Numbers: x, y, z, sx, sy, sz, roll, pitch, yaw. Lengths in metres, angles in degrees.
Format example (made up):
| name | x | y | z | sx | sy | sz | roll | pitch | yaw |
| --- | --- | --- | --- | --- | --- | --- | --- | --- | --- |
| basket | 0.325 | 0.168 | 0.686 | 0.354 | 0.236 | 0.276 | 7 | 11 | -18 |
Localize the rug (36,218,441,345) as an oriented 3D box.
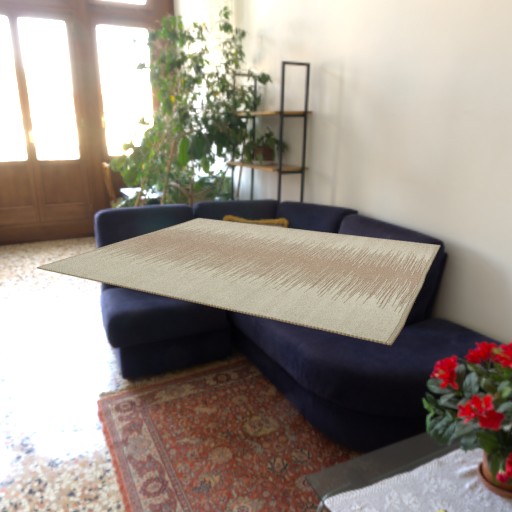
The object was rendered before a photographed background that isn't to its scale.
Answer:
| name | x | y | z | sx | sy | sz | roll | pitch | yaw |
| --- | --- | --- | --- | --- | --- | --- | --- | --- | --- |
| rug | 0.000 | 0.000 | 4.210 | 3.048 | 0.013 | 2.438 | 8 | 18 | 27 |
